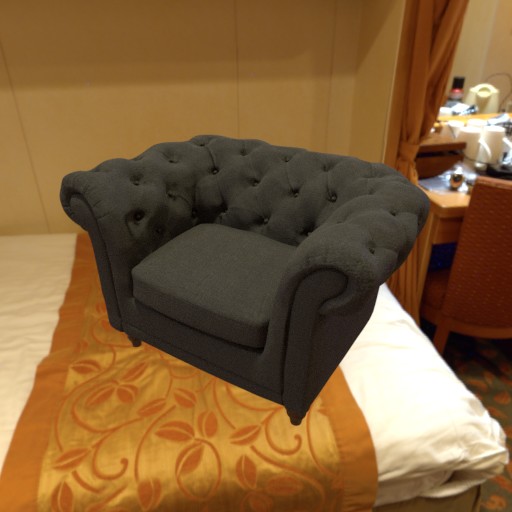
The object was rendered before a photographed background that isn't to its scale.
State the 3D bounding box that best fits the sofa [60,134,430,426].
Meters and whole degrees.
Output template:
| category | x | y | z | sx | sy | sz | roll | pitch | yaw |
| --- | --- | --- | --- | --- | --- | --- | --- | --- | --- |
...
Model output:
| category | x | y | z | sx | sy | sz | roll | pitch | yaw |
| --- | --- | --- | --- | --- | --- | --- | --- | --- | --- |
| sofa | 0.000 | 0.000 | 2.069 | 1.405 | 0.878 | 1.032 | 17 | 34 | 27 |
